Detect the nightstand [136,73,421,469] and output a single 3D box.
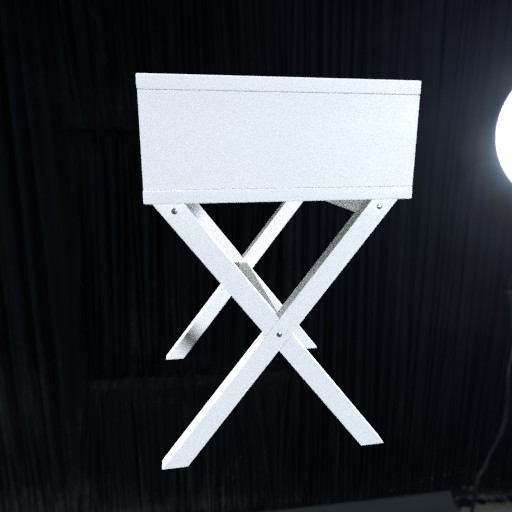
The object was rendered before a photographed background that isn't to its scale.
[{"bbox_3d":[0.000,0.000,0.911,0.402,0.623,0.479,-2,14,-10],"label":"nightstand"}]
